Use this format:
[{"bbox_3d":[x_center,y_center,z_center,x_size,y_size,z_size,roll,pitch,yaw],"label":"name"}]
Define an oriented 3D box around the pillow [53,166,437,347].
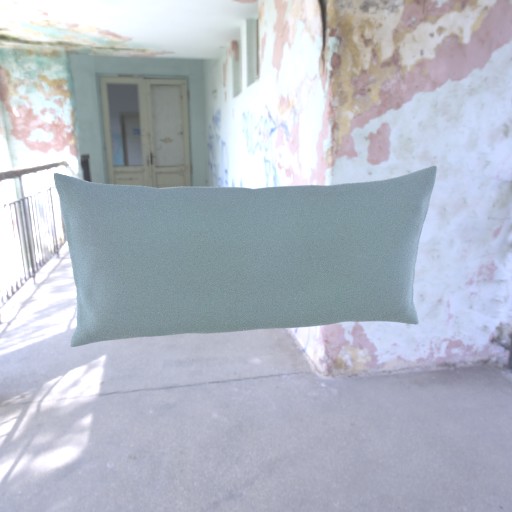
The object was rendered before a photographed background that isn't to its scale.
[{"bbox_3d":[0.000,0.000,0.732,0.610,0.287,0.151,-3,15,-9],"label":"pillow"}]
